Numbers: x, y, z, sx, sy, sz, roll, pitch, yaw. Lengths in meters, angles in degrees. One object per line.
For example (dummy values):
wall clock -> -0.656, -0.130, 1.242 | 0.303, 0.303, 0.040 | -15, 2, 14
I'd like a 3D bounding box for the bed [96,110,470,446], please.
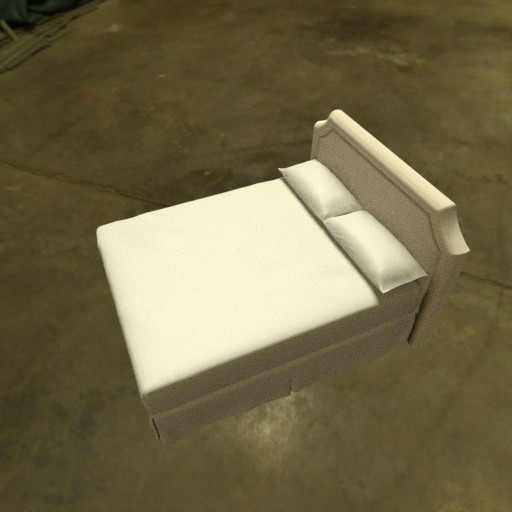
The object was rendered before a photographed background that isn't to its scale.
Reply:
bed -> 0.000, 0.000, 3.345 | 2.164, 1.297, 1.828 | -17, 48, -17
